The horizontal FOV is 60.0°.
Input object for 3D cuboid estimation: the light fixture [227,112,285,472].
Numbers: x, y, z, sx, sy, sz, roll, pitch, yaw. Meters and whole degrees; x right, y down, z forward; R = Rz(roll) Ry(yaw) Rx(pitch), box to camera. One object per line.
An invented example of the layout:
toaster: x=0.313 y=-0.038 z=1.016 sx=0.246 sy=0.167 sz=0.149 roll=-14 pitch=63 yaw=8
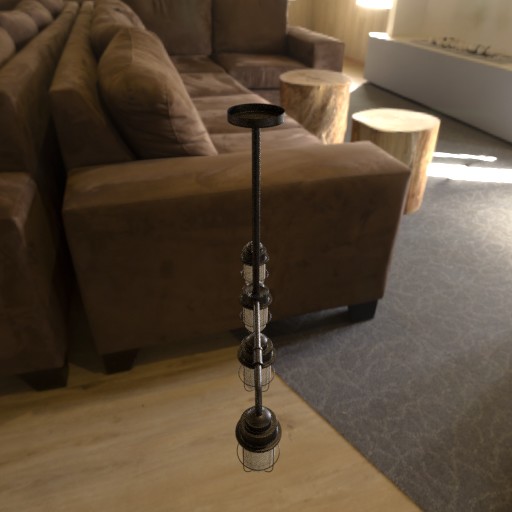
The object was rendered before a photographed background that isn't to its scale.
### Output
light fixture: x=0.000 y=0.000 z=1.217 sx=0.131 sy=0.785 sz=0.852 roll=0 pitch=33 yaw=-1
